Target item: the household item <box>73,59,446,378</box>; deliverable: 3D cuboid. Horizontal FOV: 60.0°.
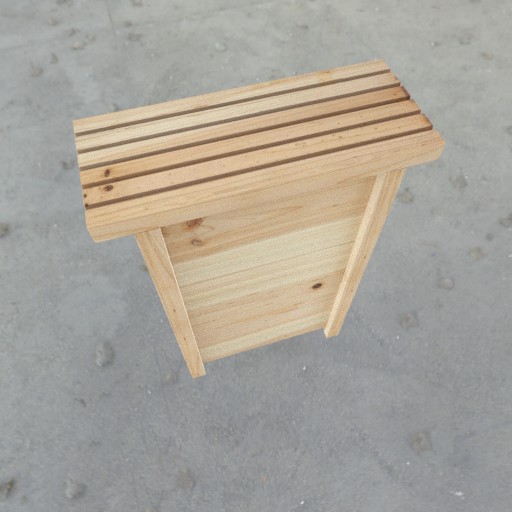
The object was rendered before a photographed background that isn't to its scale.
[{"bbox_3d":[0.000,0.000,0.556,0.301,0.407,0.123,-15,59,-9],"label":"household item"}]
